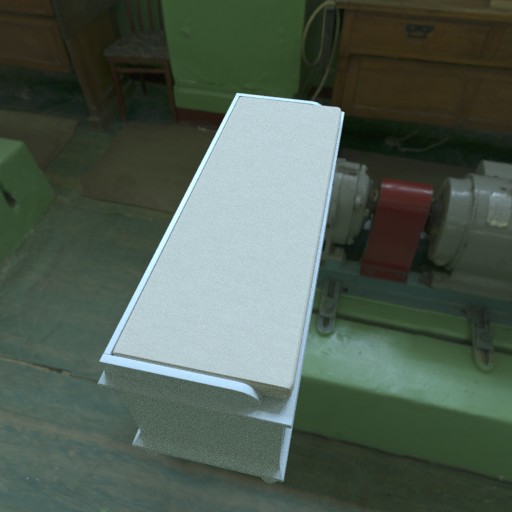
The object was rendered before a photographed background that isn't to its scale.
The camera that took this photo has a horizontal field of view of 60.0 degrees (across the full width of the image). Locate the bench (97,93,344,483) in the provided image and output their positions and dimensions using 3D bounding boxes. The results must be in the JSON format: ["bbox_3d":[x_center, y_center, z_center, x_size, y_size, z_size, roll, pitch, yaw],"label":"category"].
[{"bbox_3d":[0.000,0.000,1.408,0.402,0.486,1.185,9,48,8],"label":"bench"}]
